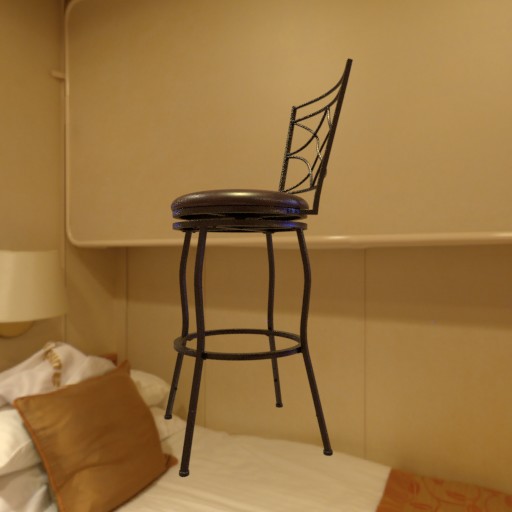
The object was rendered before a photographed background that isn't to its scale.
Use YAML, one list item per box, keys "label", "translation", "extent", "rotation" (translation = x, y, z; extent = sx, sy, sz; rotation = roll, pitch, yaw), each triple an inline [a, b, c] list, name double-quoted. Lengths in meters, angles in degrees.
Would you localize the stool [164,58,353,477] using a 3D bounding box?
- label: "stool"
  translation: [0.000, 0.000, 1.399]
  extent: [0.534, 1.117, 0.434]
  rotation: [0, 0, -17]
